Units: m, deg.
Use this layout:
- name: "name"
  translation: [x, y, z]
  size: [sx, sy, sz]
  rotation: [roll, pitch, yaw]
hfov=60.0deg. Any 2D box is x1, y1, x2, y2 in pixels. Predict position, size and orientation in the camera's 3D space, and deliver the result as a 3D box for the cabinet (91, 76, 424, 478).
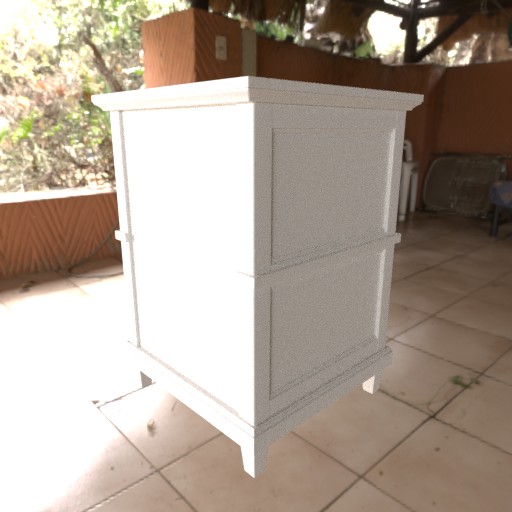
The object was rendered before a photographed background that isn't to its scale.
- name: "cabinet"
  translation: [0.000, 0.000, 1.132]
  size: [0.547, 0.775, 0.544]
  rotation: [-15, 21, -41]
